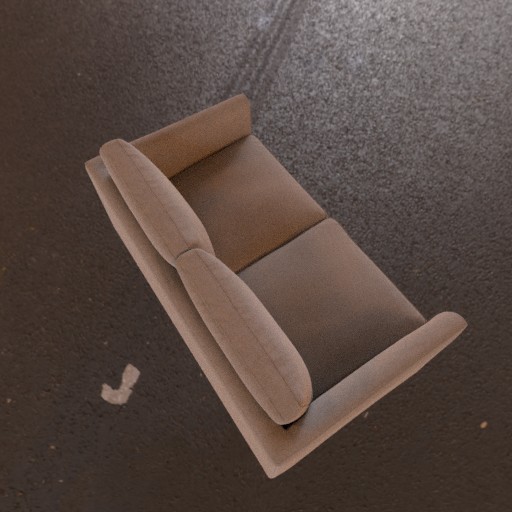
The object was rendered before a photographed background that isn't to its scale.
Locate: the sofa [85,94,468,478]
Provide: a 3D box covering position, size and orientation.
[{"bbox_3d":[0.000,0.000,2.450,1.091,0.839,1.905,-30,64,-17],"label":"sofa"}]
